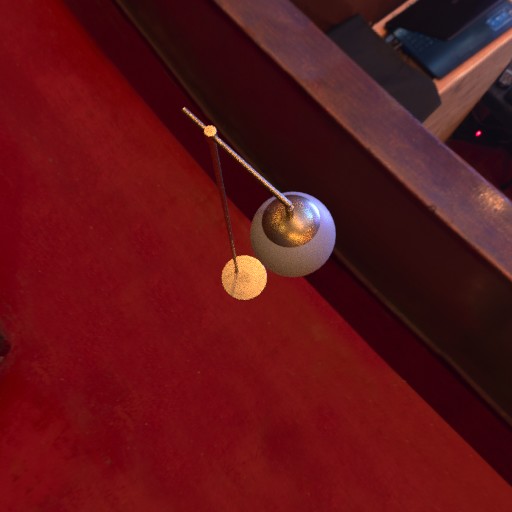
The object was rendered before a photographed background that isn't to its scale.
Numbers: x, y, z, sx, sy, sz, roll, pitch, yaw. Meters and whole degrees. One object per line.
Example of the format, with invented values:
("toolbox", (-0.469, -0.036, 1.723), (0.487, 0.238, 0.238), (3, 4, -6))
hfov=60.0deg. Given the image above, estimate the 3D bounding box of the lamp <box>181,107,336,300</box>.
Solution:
("lamp", (0.000, 0.000, 1.710), (0.476, 1.505, 0.249), (44, 80, 10))
